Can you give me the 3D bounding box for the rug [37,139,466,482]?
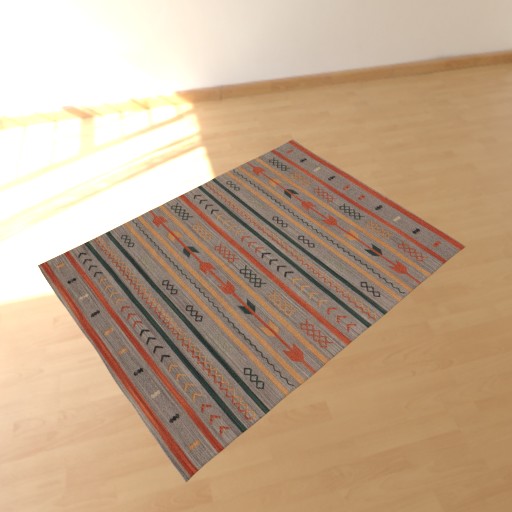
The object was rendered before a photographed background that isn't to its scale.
[{"bbox_3d":[0.000,0.000,3.886,3.029,0.022,2.263,-32,55,-26],"label":"rug"}]
